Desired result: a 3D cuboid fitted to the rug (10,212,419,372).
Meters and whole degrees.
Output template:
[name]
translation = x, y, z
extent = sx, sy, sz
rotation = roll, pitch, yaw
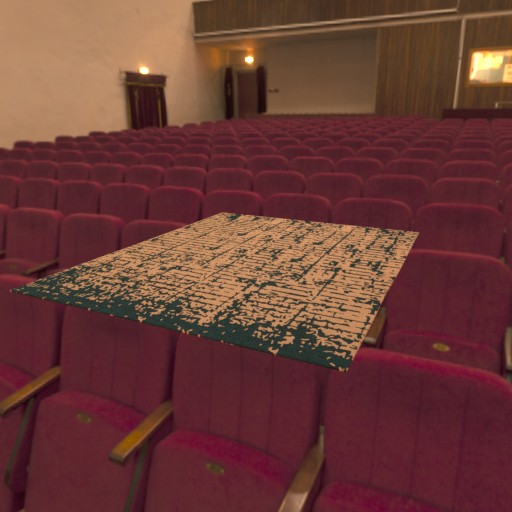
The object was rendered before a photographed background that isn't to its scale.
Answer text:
[rug]
translation = 0.000, 0.000, 3.930
extent = 2.416, 0.014, 3.017
rotation = 8, 19, 24
